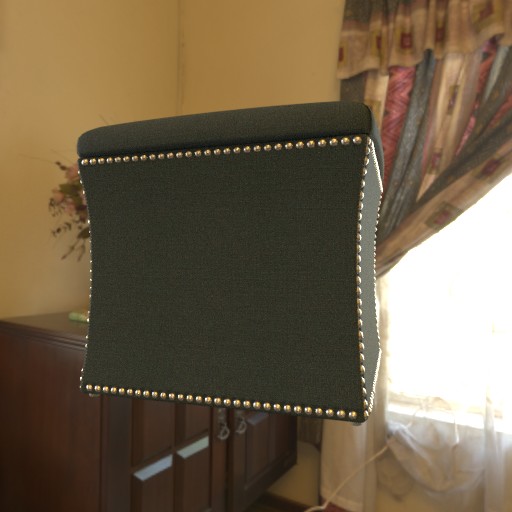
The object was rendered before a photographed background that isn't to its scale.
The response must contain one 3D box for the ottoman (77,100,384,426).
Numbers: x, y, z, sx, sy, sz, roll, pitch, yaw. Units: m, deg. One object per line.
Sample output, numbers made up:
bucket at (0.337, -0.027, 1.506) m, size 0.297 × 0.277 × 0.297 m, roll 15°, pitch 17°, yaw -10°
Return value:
ottoman at (0.000, 0.000, 0.893) m, size 0.497 × 0.475 × 0.507 m, roll 0°, pitch -1°, yaw 18°
